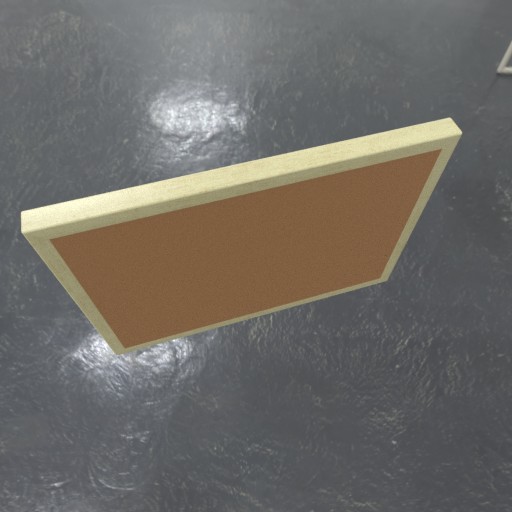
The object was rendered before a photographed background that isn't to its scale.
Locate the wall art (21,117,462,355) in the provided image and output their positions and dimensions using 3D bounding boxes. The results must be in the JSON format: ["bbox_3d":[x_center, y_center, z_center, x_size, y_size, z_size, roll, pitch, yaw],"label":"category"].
[{"bbox_3d":[0.000,0.000,0.684,0.533,0.381,0.032,-14,59,-9],"label":"wall art"}]
